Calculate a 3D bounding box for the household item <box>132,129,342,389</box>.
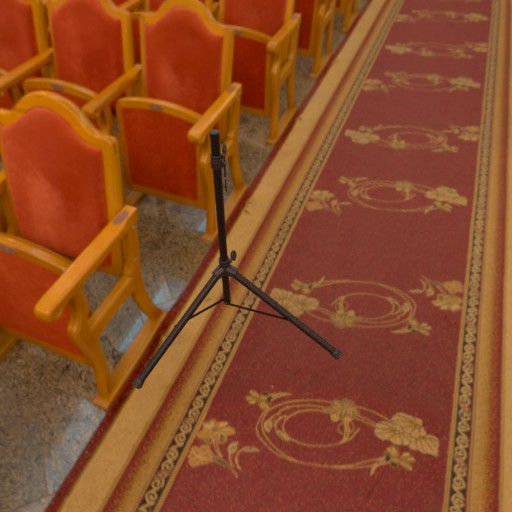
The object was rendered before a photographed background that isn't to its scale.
[{"bbox_3d":[0.000,0.000,1.910,0.907,1.136,1.045,16,48,15],"label":"household item"}]
